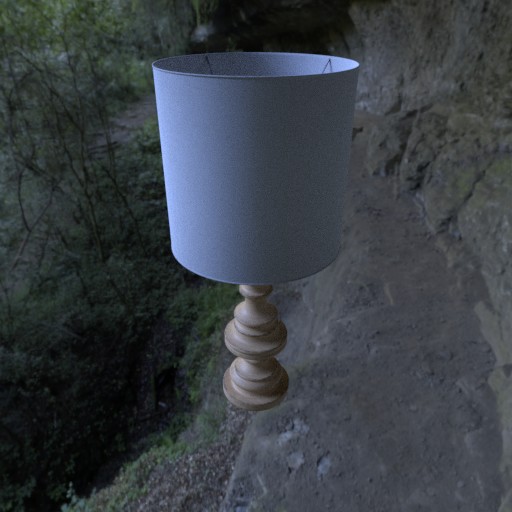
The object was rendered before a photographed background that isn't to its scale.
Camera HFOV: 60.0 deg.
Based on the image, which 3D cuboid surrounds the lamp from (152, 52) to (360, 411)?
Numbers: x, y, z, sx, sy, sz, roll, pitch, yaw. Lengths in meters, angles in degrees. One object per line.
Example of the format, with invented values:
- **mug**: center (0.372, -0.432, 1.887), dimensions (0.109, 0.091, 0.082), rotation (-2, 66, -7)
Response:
- **lamp**: center (0.000, 0.000, 0.565), dimensions (0.208, 0.455, 0.208), rotation (19, 35, 30)
